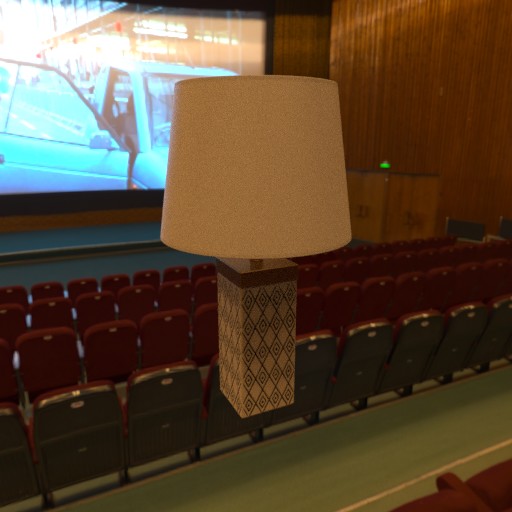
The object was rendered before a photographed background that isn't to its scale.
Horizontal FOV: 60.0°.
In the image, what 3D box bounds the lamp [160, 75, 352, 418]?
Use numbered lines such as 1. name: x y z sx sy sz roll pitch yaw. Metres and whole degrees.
1. lamp: 0.000 0.000 0.603 0.251 0.435 0.251 0 15 0
